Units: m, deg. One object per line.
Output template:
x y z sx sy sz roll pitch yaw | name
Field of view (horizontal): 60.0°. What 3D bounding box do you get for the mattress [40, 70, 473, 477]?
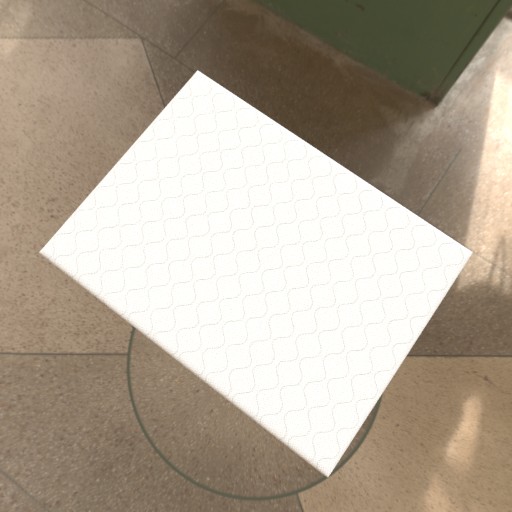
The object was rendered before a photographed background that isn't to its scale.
0.000 0.000 2.480 1.900 0.200 1.400 36 79 8 | mattress
